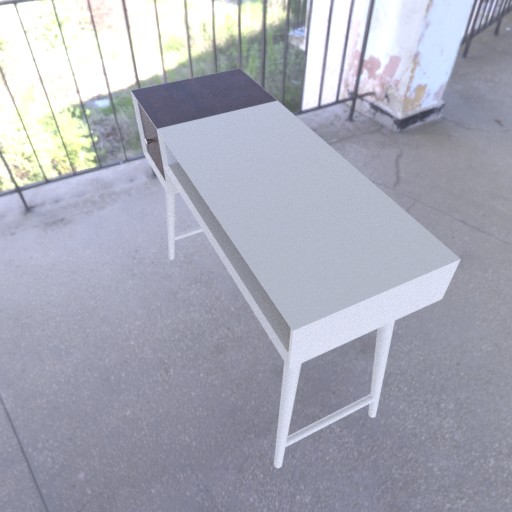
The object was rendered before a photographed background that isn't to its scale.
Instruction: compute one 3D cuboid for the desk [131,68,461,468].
[{"bbox_3d":[0.000,0.000,1.454,0.409,0.761,1.069,-20,48,-18],"label":"desk"}]
